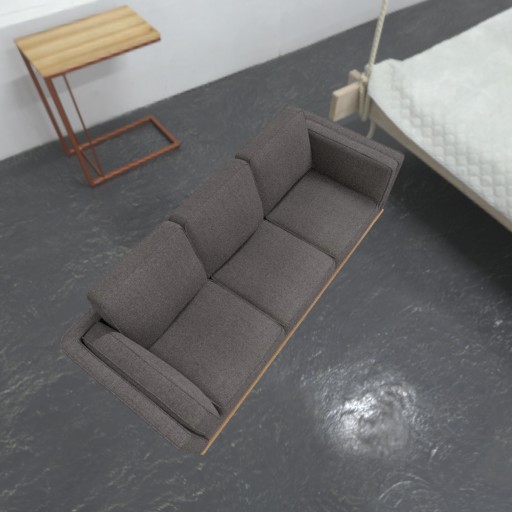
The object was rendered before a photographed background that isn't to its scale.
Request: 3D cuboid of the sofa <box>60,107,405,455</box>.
[{"bbox_3d":[0.000,0.000,2.868,0.903,0.899,2.362,31,62,19],"label":"sofa"}]
